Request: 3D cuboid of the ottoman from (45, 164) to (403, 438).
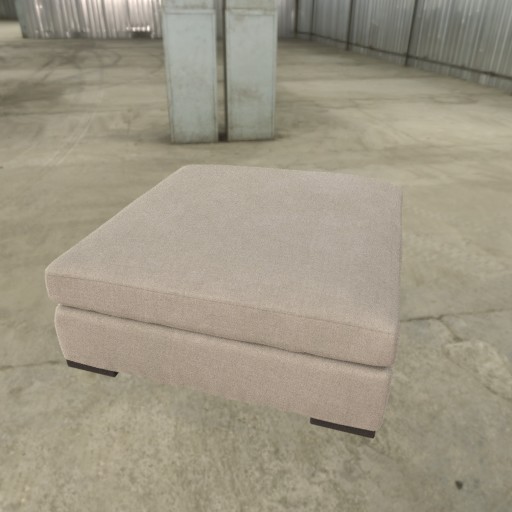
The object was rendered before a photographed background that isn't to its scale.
[{"bbox_3d":[0.000,0.000,1.865,1.171,0.517,1.203,8,31,14],"label":"ottoman"}]
